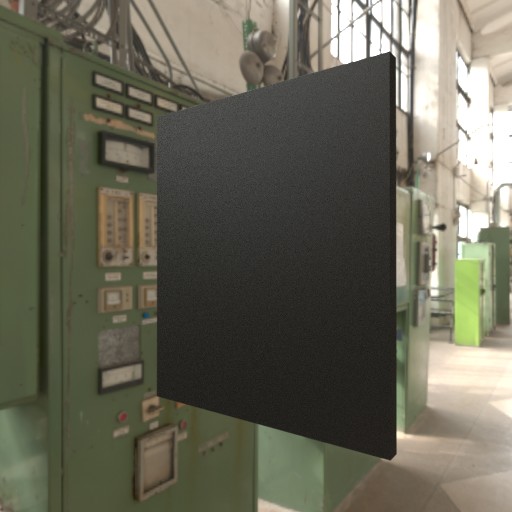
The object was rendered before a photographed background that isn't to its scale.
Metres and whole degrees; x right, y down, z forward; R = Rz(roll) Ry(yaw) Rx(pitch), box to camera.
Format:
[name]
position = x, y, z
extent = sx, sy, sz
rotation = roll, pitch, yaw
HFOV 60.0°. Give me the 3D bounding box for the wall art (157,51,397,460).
[wall art]
position = 0.000, 0.000, 0.682
extent = 0.428, 0.505, 0.023
rotation = 0, 0, 36
